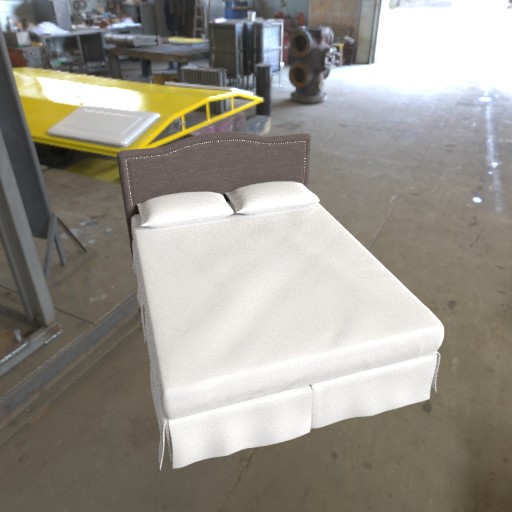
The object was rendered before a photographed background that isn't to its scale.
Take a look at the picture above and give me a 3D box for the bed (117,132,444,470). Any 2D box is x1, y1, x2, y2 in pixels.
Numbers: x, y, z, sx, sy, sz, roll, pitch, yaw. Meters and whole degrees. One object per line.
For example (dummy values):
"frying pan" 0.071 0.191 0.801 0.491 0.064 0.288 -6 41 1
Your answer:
"bed" 0.000 0.000 3.885 2.161 1.457 2.689 -9 33 -15
